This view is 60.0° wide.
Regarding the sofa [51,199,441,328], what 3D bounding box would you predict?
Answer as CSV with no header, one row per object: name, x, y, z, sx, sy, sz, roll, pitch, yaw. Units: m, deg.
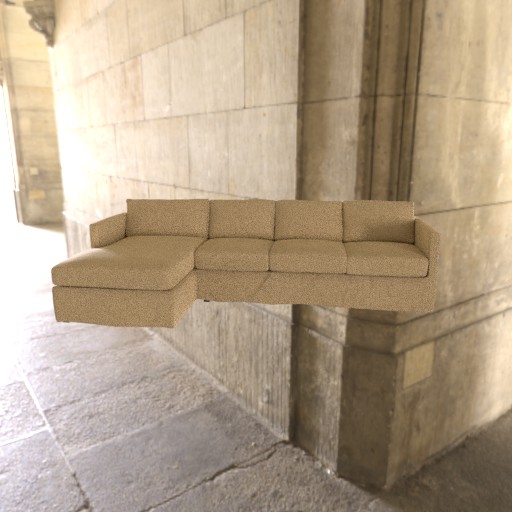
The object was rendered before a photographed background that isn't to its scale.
sofa,0.000,0.000,4.113,3.205,0.922,1.650,2,14,7
